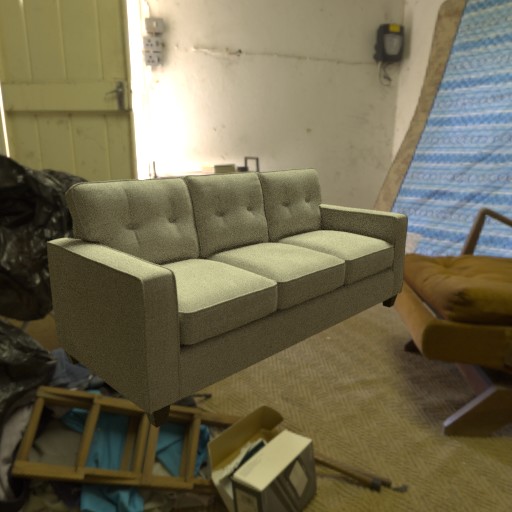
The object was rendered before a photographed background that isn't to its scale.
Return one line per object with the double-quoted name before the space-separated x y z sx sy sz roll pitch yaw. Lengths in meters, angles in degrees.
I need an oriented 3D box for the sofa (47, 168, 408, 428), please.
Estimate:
"sofa" 0.000 0.000 2.695 0.939 0.965 2.133 14 20 43
